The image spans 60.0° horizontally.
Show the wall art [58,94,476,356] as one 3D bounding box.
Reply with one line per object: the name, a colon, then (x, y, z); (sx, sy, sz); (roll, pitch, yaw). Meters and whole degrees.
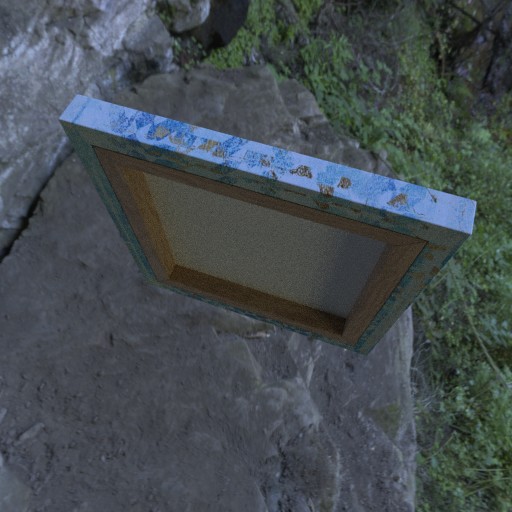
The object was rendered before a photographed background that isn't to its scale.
wall art: (0.000, 0.000, 0.599); (0.405, 0.405, 0.037); (17, 64, 9)
